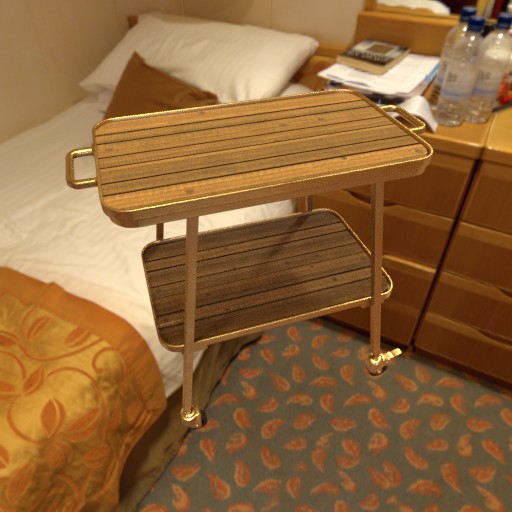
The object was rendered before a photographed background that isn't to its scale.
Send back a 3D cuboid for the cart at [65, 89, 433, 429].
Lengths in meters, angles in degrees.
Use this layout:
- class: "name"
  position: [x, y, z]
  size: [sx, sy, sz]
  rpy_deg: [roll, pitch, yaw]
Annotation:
- class: "cart"
  position: [0.000, 0.000, 1.212]
  size: [0.806, 0.700, 0.524]
  rpy_deg: [-12, 42, -14]
